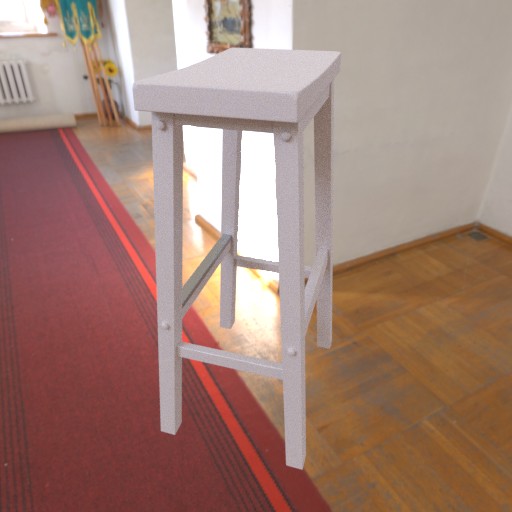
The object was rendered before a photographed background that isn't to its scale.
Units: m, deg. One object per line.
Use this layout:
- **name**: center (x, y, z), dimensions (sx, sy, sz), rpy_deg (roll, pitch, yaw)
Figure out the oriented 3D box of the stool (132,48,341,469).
- **stool**: center (0.000, 0.000, 0.924), dimensions (0.322, 0.742, 0.406), rpy_deg (9, 33, 14)
